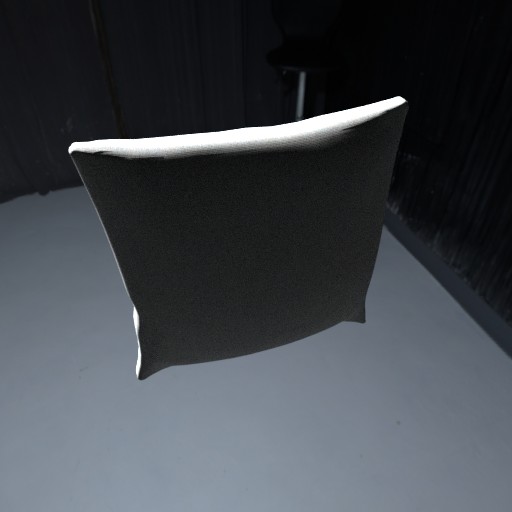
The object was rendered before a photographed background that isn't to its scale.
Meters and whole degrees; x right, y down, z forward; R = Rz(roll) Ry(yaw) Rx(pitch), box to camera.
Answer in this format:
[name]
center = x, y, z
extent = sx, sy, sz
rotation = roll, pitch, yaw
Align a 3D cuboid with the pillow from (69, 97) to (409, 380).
[pillow]
center = 0.000, 0.000, 0.775
extent = 0.496, 0.491, 0.219
rotation = -12, 43, -14
